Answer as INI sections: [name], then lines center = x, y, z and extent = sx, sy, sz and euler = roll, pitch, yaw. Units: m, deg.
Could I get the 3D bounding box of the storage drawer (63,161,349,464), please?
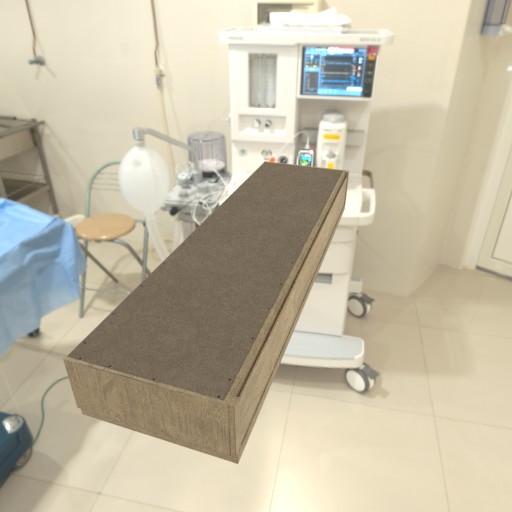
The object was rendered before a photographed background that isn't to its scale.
[storage drawer]
center = 0.000, 0.000, 2.249
extent = 0.591, 0.274, 2.072
euler = 10, 32, 16
